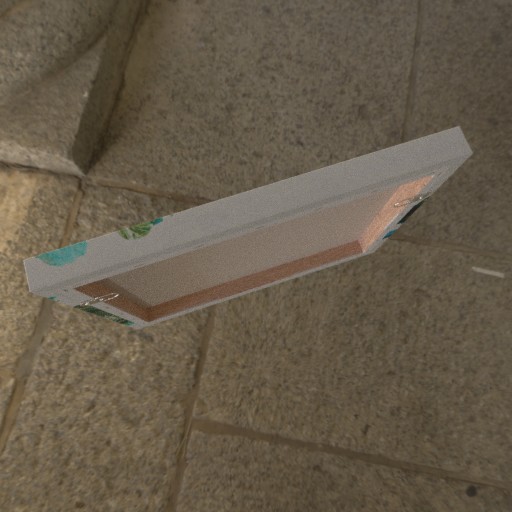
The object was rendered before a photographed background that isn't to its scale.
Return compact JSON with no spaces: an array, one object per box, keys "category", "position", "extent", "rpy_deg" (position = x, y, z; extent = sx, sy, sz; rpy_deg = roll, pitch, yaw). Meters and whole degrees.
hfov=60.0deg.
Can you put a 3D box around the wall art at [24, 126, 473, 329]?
[{"category":"wall art","position":[0.000,0.000,0.696],"extent":[0.507,0.435,0.041],"rpy_deg":[-18,76,-4]}]
